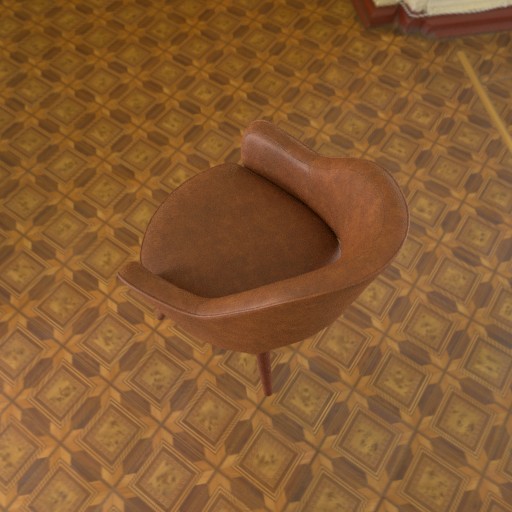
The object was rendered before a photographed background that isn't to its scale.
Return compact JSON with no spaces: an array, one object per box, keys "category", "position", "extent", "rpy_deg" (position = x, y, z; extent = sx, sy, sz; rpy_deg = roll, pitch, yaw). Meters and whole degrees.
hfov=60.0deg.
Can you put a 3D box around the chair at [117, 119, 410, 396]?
[{"category":"chair","position":[0.000,0.000,1.224],"extent":[0.640,0.777,0.591],"rpy_deg":[31,67,15]}]
